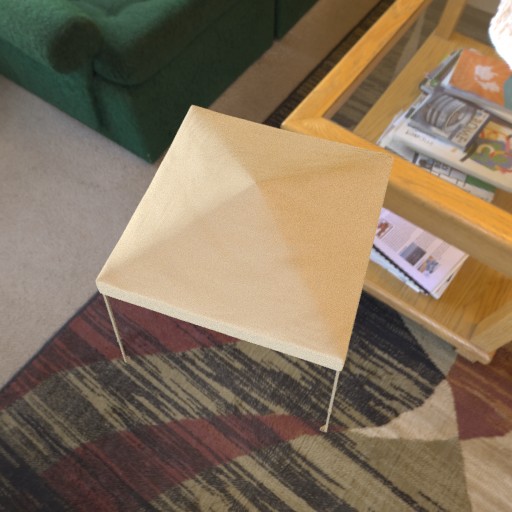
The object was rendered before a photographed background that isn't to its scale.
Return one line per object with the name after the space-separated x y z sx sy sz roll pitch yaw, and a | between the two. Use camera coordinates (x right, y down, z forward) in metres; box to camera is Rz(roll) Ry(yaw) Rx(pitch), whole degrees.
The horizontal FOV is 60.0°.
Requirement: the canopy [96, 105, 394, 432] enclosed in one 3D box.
0.000 0.000 6.600 3.600 3.600 3.599 17 64 8 | canopy
